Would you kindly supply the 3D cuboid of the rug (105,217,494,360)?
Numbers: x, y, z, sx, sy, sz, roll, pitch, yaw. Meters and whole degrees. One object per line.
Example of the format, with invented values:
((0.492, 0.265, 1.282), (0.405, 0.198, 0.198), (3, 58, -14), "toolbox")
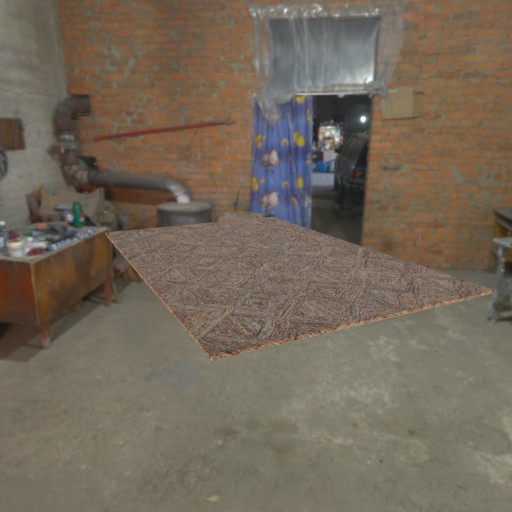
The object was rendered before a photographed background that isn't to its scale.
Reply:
((0.000, 0.000, 2.873), (1.523, 0.019, 2.285), (-8, 17, -26), "rug")
